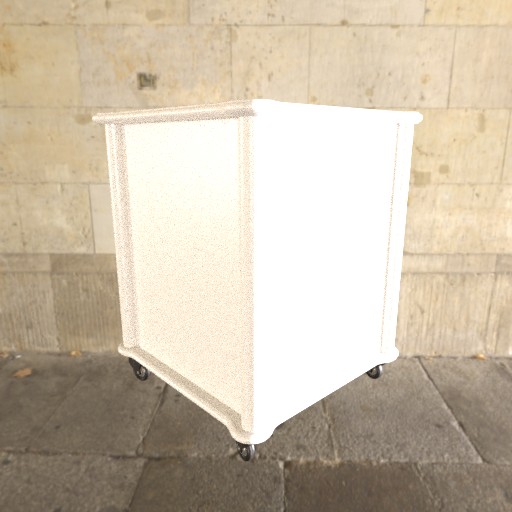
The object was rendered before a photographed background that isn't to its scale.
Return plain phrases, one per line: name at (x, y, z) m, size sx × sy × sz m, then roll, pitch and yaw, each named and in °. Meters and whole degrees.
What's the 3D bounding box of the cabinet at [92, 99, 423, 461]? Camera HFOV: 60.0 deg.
cabinet at (0.000, 0.000, 1.236) m, size 0.628 × 0.761 × 0.627 m, roll -13°, pitch 20°, yaw -41°
